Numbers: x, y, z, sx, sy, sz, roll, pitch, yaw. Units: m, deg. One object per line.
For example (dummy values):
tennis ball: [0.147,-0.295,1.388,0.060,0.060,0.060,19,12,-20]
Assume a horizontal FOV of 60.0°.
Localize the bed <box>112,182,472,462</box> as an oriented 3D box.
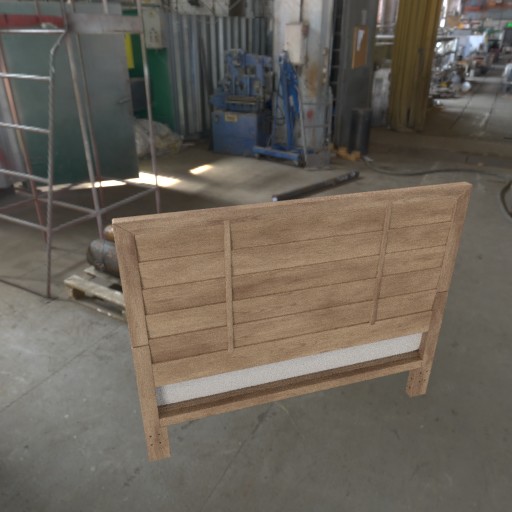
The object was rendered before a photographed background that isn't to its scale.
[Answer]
bed: [0.000,0.000,3.574,2.032,1.626,2.062,-8,28,-15]
